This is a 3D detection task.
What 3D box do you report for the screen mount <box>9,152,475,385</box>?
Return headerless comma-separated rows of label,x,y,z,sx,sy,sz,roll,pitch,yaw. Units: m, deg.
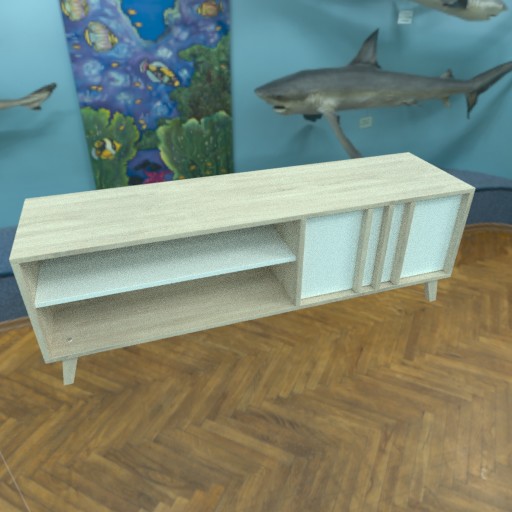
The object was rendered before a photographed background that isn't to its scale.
screen mount,0.000,0.000,1.661,1.500,0.510,0.400,-10,33,-15
